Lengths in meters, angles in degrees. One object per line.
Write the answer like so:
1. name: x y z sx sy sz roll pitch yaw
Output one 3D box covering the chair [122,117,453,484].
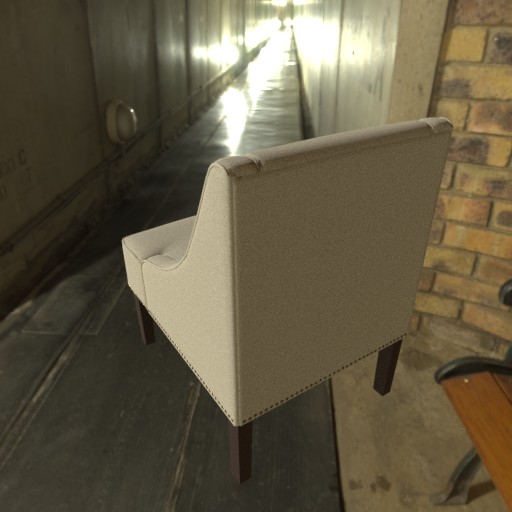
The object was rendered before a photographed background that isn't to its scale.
1. chair: 0.000 0.000 1.328 0.610 0.864 0.737 -18 35 -29
